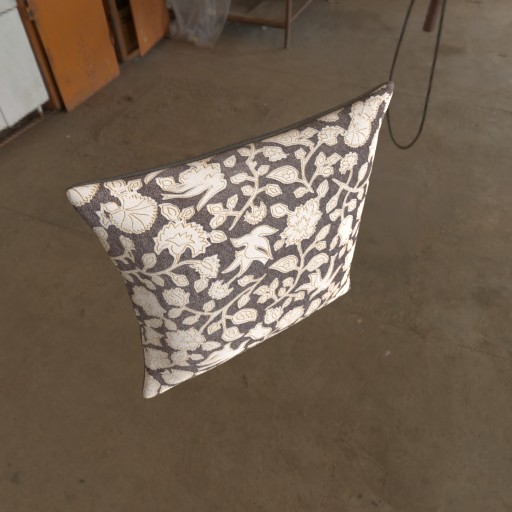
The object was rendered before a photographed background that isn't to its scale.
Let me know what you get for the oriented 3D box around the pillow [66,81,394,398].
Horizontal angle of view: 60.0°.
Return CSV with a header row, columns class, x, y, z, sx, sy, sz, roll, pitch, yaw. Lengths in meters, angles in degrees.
class,x,y,z,sx,sy,sz,roll,pitch,yaw
pillow,0.000,0.000,0.790,0.526,0.507,0.166,-25,51,-22
